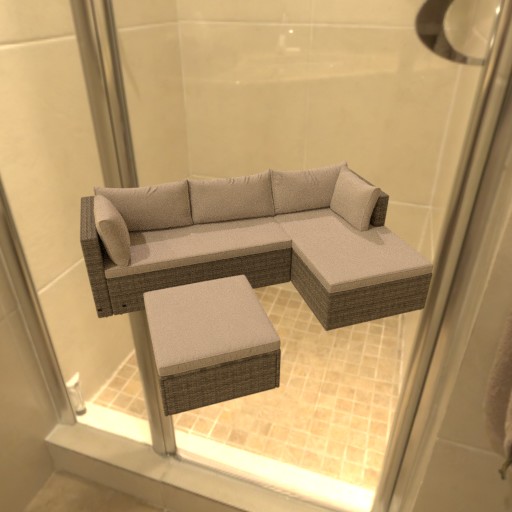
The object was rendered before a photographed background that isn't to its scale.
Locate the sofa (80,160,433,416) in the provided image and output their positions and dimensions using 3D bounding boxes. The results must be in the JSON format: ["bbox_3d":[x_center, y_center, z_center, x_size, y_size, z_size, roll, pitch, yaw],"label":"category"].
[{"bbox_3d":[0.000,0.000,3.034,2.192,0.766,1.662,-10,32,-16],"label":"sofa"}]
